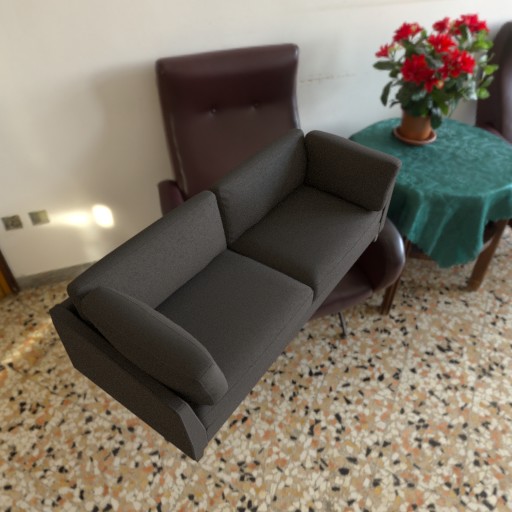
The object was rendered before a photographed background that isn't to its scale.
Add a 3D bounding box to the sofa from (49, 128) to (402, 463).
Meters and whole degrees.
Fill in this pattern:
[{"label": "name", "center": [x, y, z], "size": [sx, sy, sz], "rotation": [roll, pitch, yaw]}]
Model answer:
[{"label": "sofa", "center": [0.000, 0.000, 2.825], "size": [0.969, 0.792, 2.312], "rotation": [25, 48, 26]}]
